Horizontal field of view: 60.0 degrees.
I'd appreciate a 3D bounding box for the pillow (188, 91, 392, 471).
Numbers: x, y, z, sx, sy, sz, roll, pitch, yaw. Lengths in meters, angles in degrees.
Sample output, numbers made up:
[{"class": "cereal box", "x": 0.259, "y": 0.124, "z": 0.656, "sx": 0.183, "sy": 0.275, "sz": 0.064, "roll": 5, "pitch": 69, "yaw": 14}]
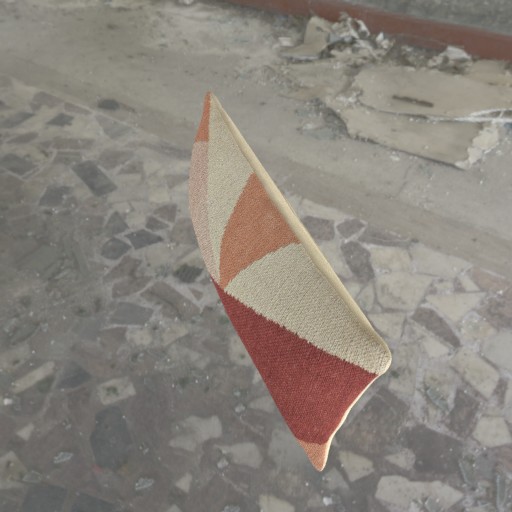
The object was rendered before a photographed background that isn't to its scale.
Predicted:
[{"class": "pillow", "x": 0.000, "y": 0.000, "z": 0.729, "sx": 0.155, "sy": 0.292, "sz": 0.609, "roll": -16, "pitch": 49, "yaw": -14}]
